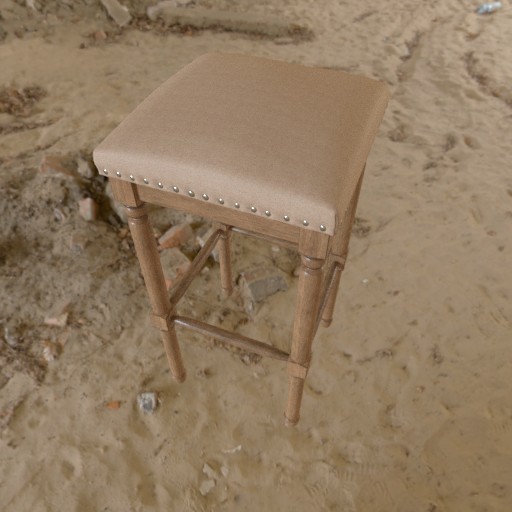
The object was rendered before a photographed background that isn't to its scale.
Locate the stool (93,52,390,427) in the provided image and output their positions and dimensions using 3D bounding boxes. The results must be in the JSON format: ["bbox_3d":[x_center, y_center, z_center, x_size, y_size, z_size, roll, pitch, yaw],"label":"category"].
[{"bbox_3d":[0.000,0.000,0.971,0.382,0.768,0.383,16,49,15],"label":"stool"}]
